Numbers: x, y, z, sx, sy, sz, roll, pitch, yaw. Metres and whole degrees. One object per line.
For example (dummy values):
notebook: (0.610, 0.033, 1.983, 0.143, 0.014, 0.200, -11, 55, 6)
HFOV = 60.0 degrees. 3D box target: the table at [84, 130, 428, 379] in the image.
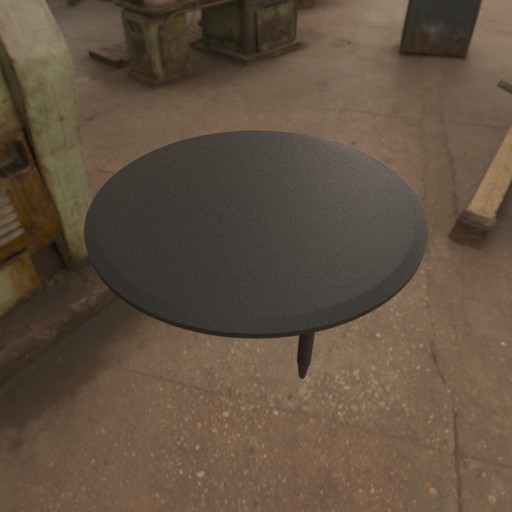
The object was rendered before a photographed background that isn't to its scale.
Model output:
table: (0.000, 0.000, 1.332, 0.900, 0.400, 0.900, 0, 41, 0)
